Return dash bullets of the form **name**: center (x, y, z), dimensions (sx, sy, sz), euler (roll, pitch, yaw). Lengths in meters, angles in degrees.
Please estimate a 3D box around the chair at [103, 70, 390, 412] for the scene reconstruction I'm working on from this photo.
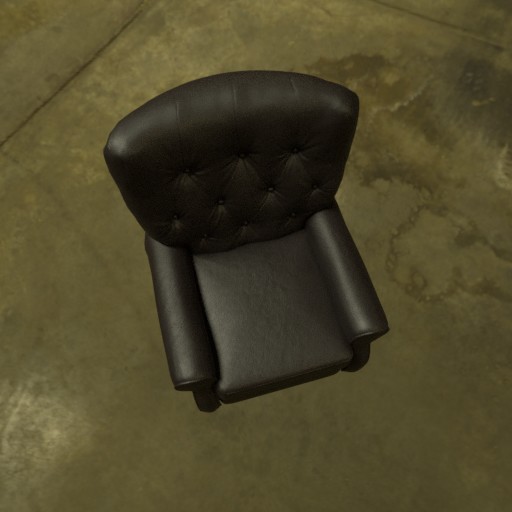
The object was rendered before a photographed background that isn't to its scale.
- **chair**: center (0.000, 0.000, 1.910), dimensions (0.948, 1.158, 1.058), euler (-14, 64, -7)
